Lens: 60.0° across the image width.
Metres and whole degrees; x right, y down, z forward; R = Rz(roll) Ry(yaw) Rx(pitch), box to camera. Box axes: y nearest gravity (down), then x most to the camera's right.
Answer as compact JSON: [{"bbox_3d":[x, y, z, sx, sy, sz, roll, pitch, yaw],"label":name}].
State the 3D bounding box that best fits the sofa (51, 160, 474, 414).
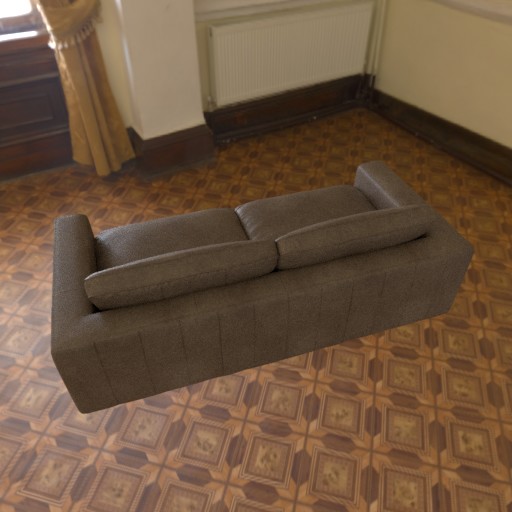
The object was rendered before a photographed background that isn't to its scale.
[{"bbox_3d":[0.000,0.000,2.687,2.262,0.801,1.070,-12,43,-13],"label":"sofa"}]
